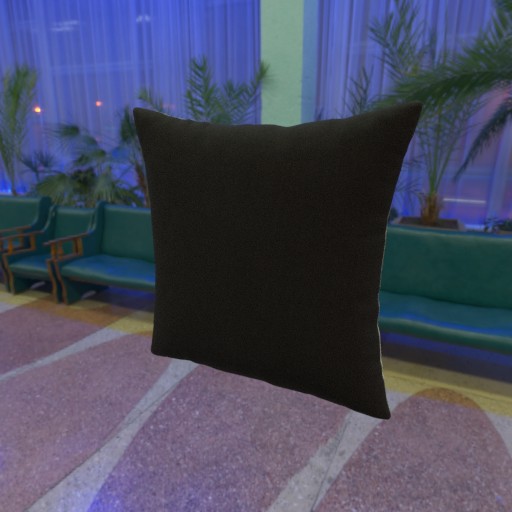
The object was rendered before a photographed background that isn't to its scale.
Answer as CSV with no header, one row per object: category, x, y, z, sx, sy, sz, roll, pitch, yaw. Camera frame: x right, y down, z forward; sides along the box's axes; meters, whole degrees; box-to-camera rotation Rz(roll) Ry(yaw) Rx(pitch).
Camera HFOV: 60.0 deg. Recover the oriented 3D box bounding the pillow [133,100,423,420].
pillow,0.000,0.000,0.786,0.511,0.509,0.161,8,18,26
